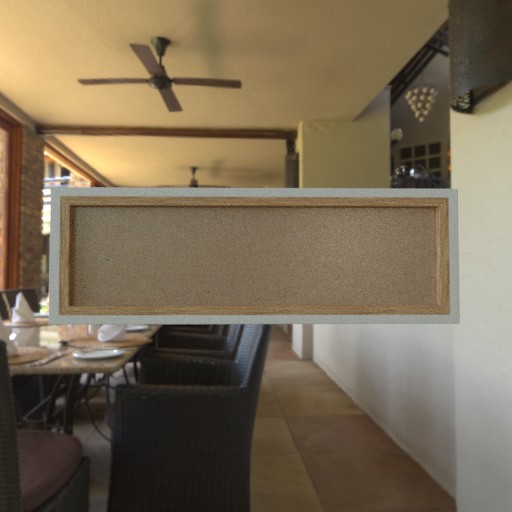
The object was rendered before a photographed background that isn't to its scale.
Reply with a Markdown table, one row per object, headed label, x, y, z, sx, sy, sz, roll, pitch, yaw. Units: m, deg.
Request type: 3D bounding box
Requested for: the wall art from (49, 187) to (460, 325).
| label | x | y | z | sx | sy | sz | roll | pitch | yaw |
| --- | --- | --- | --- | --- | --- | --- | --- | --- | --- |
| wall art | 0.000 | 0.000 | 0.844 | 0.763 | 0.255 | 0.038 | 0 | -2 | -1 |
